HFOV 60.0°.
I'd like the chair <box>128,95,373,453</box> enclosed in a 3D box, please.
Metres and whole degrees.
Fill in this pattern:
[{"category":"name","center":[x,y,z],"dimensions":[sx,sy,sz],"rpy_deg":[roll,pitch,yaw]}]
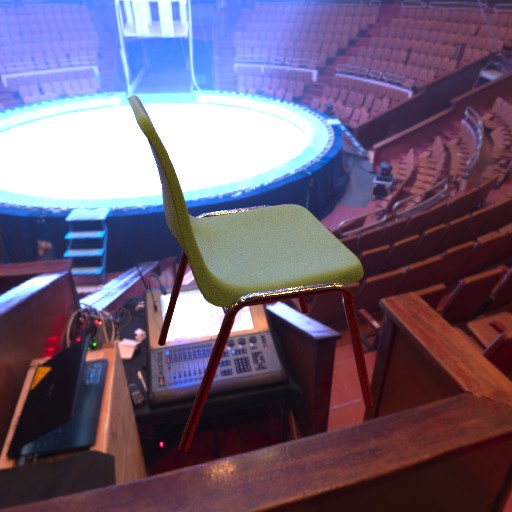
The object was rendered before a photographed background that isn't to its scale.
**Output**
[{"category":"chair","center":[0.000,0.000,0.931],"dimensions":[0.436,0.653,0.381],"rpy_deg":[-9,31,-15]}]
